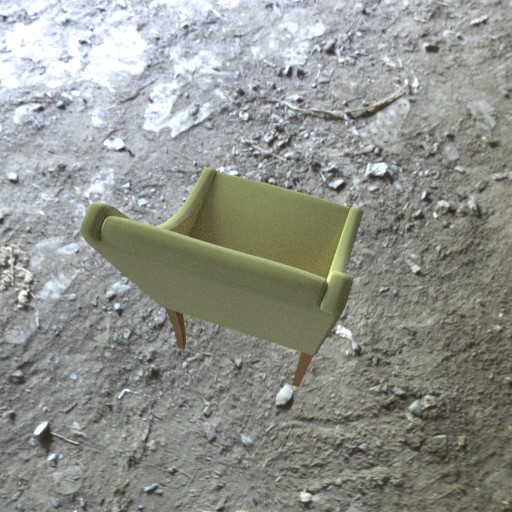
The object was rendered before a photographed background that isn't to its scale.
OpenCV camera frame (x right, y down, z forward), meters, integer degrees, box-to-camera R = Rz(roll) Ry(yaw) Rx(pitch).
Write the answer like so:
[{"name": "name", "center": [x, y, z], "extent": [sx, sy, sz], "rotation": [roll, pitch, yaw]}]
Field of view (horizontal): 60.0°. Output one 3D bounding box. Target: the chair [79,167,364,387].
[{"name": "chair", "center": [0.000, 0.000, 1.383], "extent": [0.575, 1.021, 0.611], "rotation": [16, 64, 8]}]
